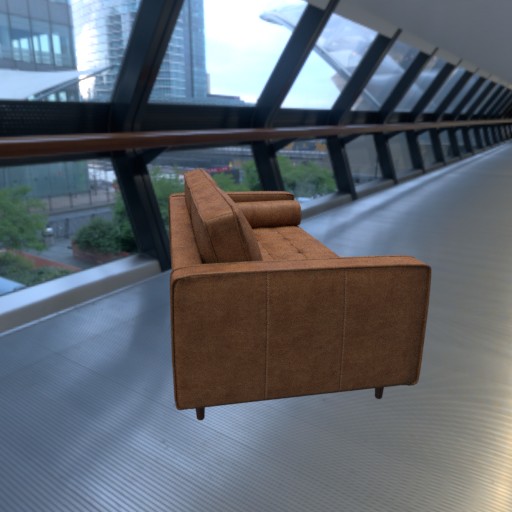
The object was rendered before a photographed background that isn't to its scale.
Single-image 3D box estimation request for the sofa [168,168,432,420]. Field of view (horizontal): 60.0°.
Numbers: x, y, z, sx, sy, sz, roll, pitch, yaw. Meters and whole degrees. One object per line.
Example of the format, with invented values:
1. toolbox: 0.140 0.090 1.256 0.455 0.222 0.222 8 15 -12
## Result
1. sofa: 0.000 0.000 2.404 0.924 0.825 1.920 -3 16 -11
